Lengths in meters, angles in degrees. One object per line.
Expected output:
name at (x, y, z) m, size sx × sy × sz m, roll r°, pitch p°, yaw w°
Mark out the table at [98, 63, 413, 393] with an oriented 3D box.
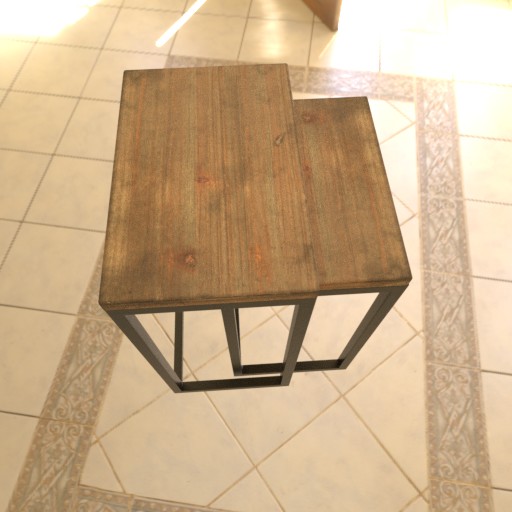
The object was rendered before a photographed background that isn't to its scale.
table at (0.000, 0.000, 0.959) m, size 0.460 × 0.615 × 0.456 m, roll -1°, pitch 62°, yaw -1°
